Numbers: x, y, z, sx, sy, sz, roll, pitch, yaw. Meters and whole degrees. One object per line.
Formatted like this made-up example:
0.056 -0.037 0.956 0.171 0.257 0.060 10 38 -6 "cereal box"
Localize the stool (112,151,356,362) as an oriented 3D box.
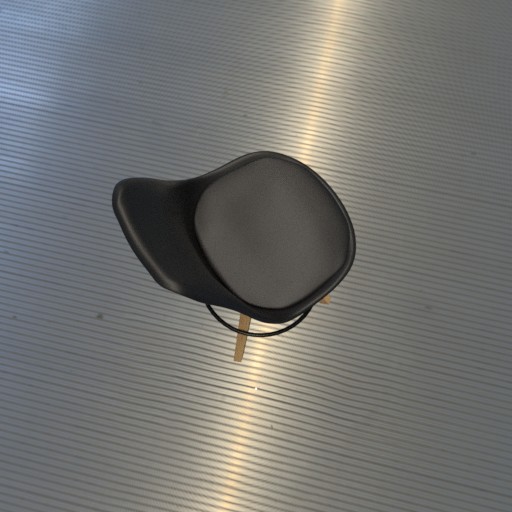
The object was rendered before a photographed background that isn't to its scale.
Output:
0.000 0.000 1.387 0.550 1.115 0.485 -32 76 -9 "stool"
